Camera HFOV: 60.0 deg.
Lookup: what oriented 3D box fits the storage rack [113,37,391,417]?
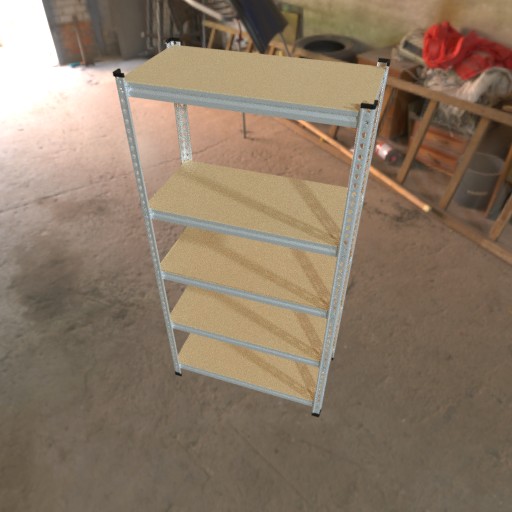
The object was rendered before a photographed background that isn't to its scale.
[{"bbox_3d":[0.000,0.000,2.203,0.914,1.829,0.457,12,43,14],"label":"storage rack"}]
